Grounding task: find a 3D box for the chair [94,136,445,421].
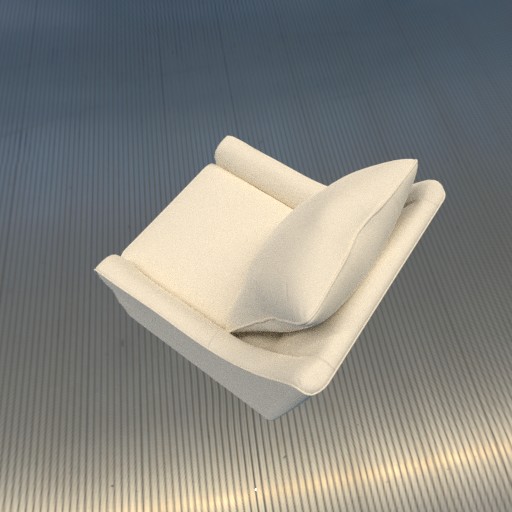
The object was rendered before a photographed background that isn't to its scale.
[{"bbox_3d":[0.000,0.000,1.574,0.876,0.965,0.756,32,67,16],"label":"chair"}]
